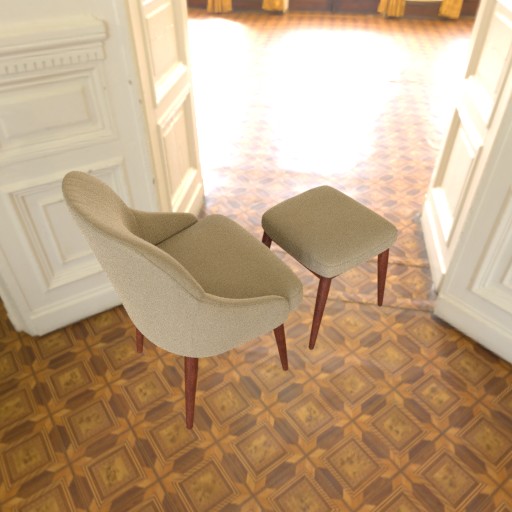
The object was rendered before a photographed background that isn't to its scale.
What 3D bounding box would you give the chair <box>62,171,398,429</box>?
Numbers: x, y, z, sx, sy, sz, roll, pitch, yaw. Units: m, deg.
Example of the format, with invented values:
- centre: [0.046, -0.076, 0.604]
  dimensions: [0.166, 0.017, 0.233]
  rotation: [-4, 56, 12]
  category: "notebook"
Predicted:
- centre: [0.000, 0.000, 1.594]
  dimensions: [1.114, 0.866, 0.584]
  rotation: [-25, 46, -27]
  category: "chair"
